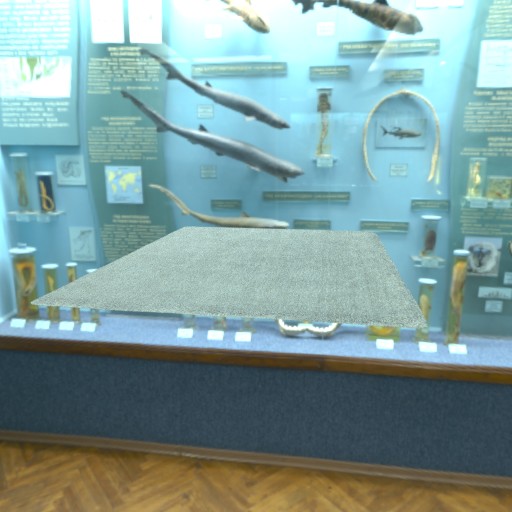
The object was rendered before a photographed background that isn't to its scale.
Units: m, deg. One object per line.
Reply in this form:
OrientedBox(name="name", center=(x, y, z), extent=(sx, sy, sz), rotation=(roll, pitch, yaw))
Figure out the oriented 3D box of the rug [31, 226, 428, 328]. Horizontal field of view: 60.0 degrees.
OrientedBox(name="rug", center=(0.000, 0.000, 3.881), extent=(2.332, 0.027, 2.933), rotation=(2, 13, 9))
